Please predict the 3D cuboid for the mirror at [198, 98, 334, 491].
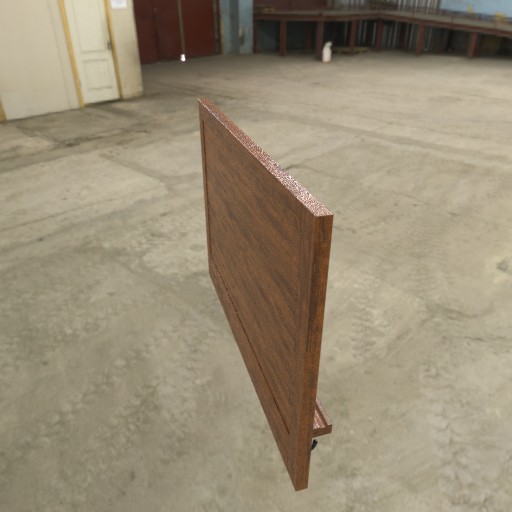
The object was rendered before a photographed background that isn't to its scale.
[{"bbox_3d":[0.000,0.000,0.978,0.084,0.537,0.758,-9,31,-15],"label":"mirror"}]
